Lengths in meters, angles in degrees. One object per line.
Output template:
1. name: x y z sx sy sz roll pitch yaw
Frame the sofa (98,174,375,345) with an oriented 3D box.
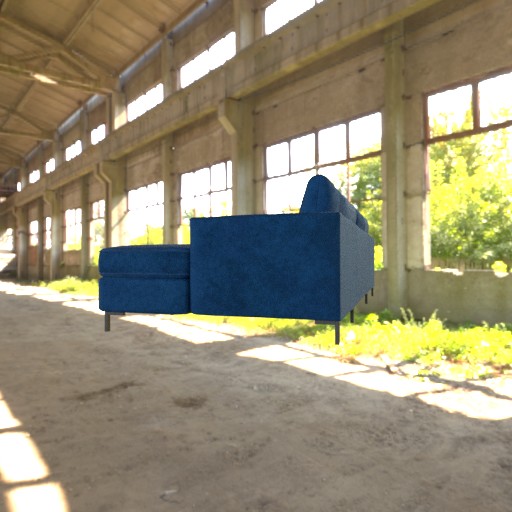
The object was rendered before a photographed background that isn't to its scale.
1. sofa: 0.000 0.000 4.312 2.055 0.992 3.434 0 0 18
